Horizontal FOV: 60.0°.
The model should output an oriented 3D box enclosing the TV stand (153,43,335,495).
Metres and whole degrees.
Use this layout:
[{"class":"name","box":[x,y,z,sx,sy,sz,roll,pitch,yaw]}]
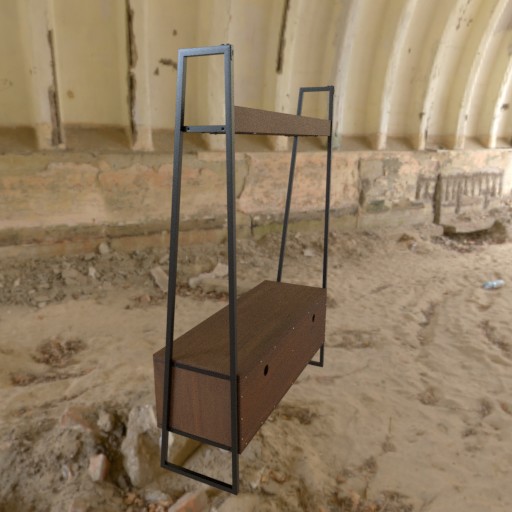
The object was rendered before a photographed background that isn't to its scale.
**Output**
[{"class":"TV stand","box":[0.000,0.000,2.300,0.432,1.772,1.250,7,16,25]}]
